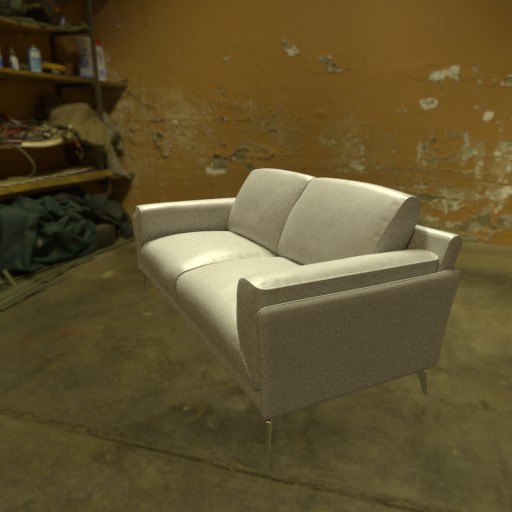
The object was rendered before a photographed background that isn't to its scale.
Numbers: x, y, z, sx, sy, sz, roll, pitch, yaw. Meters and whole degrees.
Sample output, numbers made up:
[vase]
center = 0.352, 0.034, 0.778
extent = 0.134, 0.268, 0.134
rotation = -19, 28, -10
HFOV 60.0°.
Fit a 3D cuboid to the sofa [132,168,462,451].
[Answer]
[sofa]
center = 0.000, 0.000, 2.658
extent = 1.049, 0.930, 2.101
rotation = -8, 18, -26
